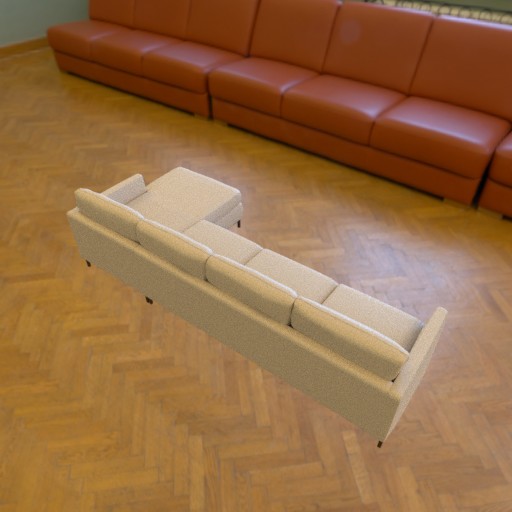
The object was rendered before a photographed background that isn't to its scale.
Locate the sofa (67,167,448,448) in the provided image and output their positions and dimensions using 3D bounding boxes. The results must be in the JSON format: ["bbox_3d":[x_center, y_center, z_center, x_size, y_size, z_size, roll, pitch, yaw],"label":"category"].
[{"bbox_3d":[0.000,0.000,3.268,2.731,0.755,1.258,26,47,27],"label":"sofa"}]
